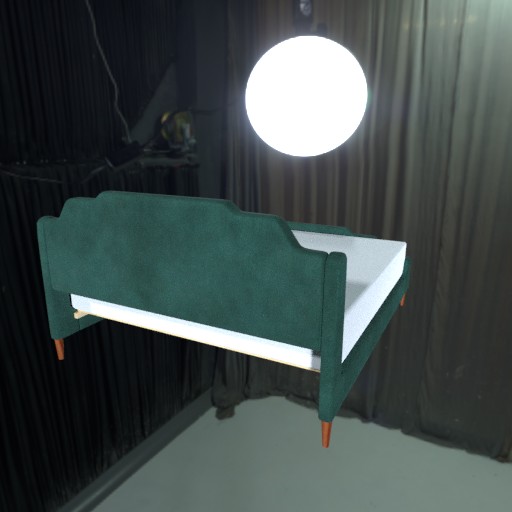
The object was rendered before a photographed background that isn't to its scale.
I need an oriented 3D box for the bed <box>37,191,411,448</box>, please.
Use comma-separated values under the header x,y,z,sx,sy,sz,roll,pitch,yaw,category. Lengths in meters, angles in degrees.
x,y,z,sx,sy,sz,roll,pitch,yaw,category
0.000,0.000,3.560,2.074,1.245,2.340,8,17,27,bed
